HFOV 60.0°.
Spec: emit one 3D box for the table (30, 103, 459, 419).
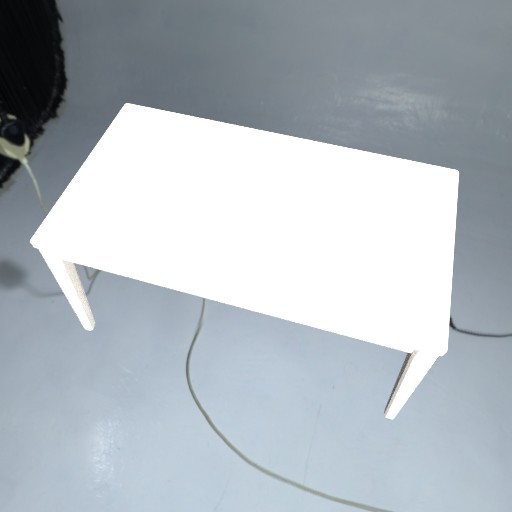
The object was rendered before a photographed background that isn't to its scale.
[{"bbox_3d":[0.000,0.000,2.091,1.600,0.760,0.900,14,58,9],"label":"table"}]
